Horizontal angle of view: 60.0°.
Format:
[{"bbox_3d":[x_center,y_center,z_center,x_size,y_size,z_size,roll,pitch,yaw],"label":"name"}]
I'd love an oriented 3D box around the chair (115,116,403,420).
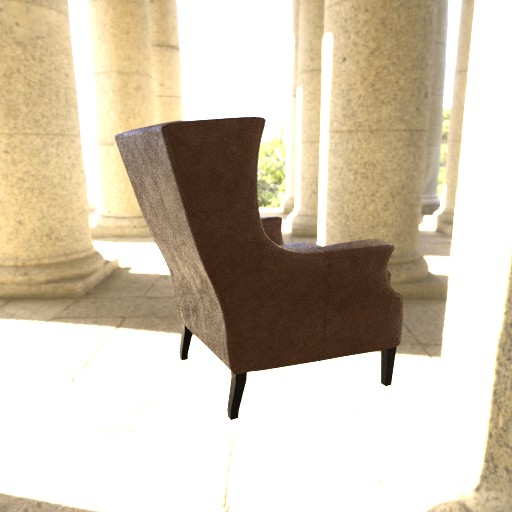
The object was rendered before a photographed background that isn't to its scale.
[{"bbox_3d":[0.000,0.000,1.790,0.926,1.016,0.853,-7,14,-27],"label":"chair"}]
